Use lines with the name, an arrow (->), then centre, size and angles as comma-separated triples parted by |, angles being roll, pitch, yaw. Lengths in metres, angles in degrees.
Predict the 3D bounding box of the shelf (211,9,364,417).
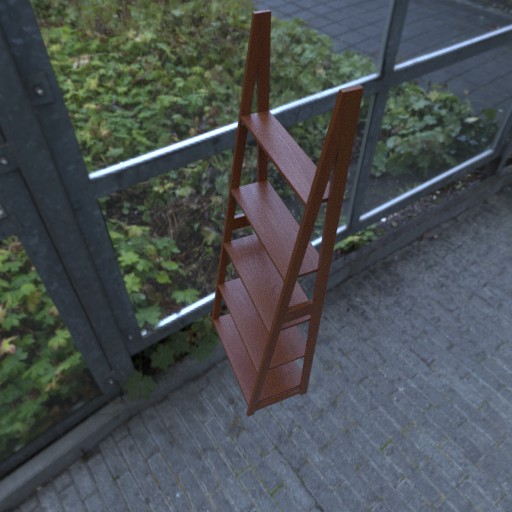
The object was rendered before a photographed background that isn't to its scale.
shelf -> 0.000, 0.000, 1.967 | 0.356, 1.780, 0.630 | -17, 50, -15
